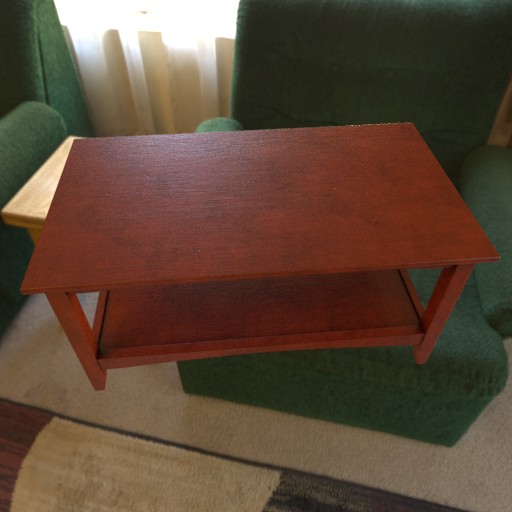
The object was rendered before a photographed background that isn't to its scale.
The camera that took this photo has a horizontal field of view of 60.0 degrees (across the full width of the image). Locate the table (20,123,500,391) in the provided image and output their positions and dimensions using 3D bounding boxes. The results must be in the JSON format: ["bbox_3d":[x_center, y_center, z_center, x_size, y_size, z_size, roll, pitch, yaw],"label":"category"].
[{"bbox_3d":[0.000,0.000,1.210,0.943,0.456,0.533,-4,46,-4],"label":"table"}]
